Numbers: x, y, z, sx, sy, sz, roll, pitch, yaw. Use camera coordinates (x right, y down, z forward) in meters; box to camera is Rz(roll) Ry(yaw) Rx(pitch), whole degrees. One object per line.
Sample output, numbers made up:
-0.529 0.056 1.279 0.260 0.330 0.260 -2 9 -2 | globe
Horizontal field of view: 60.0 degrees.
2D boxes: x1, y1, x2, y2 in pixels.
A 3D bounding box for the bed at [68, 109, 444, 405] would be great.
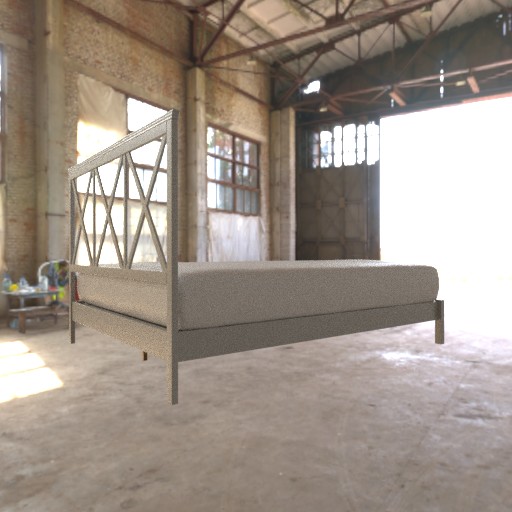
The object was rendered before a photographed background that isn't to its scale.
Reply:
0.000 0.000 3.175 2.135 1.253 1.673 0 0 -37 | bed
